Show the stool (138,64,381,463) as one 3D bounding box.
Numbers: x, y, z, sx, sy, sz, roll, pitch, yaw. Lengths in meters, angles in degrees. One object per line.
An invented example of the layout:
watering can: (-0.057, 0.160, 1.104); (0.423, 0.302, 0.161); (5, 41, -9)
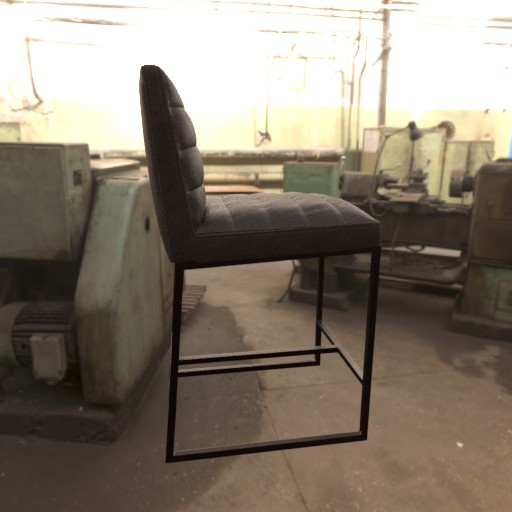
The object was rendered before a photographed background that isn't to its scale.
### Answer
stool: (0.000, 0.000, 1.249); (0.562, 0.946, 0.463); (-2, 15, -9)
